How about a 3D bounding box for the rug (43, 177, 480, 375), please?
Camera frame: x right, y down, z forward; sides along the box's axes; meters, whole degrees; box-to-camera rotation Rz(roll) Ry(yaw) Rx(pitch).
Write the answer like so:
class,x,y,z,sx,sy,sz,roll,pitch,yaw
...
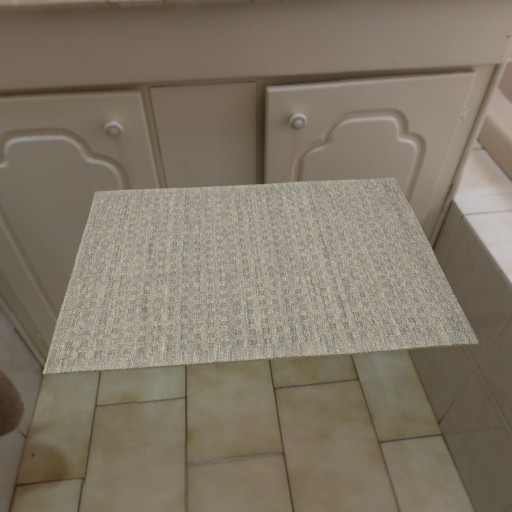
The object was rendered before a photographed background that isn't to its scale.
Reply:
class,x,y,z,sx,sy,sz,roll,pitch,yaw
rug,0.000,0.000,2.846,2.297,0.018,1.532,-3,45,-3
